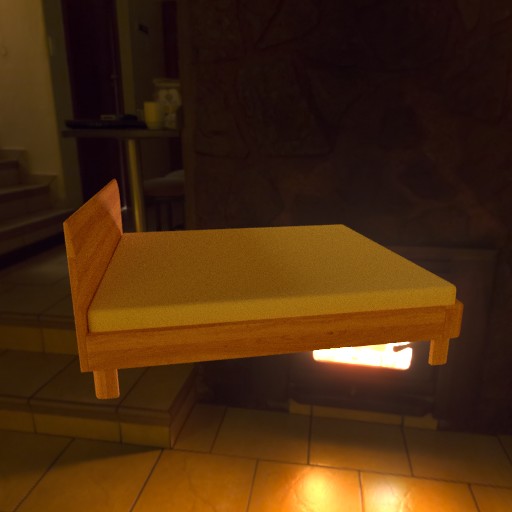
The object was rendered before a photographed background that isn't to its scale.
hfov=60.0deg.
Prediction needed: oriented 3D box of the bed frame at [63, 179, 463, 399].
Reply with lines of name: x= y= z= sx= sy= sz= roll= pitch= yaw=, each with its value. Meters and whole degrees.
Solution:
bed frame: x=0.000 y=0.000 z=3.163 sx=2.092 sy=0.940 sz=1.872 roll=-3 pitch=16 yaw=-10
